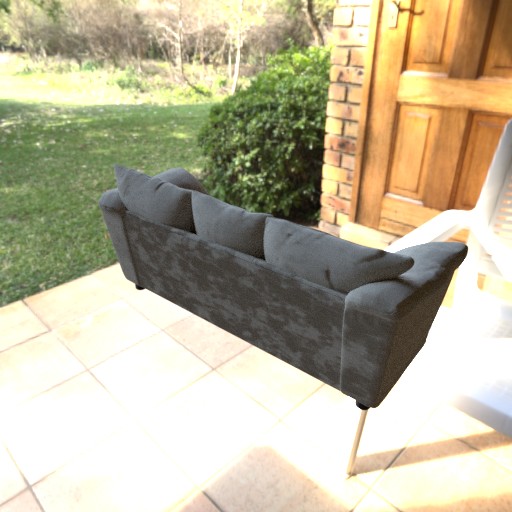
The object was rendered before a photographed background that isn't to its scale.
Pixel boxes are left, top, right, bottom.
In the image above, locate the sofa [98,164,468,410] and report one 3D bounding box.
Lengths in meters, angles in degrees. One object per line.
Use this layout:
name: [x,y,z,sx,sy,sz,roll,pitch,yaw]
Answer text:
sofa: [0.000,0.000,2.937,2.377,0.981,0.893,21,34,34]
